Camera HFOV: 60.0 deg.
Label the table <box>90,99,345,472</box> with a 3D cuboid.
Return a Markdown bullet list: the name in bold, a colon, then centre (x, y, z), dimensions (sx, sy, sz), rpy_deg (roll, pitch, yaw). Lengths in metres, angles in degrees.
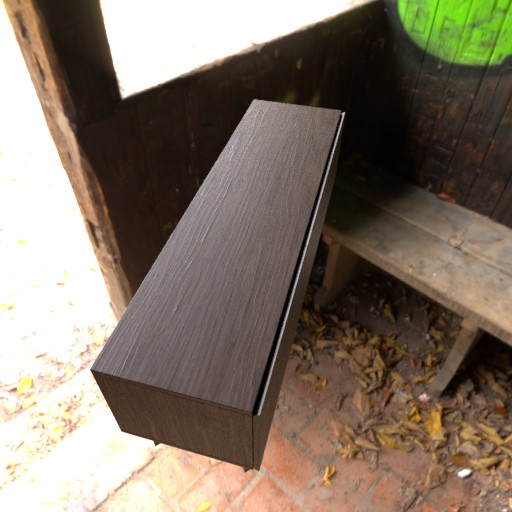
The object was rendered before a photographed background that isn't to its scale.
- **table**: centre (0.000, 0.000, 1.631), dimensions (0.405, 0.508, 1.397), rpy_deg (11, 46, 11)
